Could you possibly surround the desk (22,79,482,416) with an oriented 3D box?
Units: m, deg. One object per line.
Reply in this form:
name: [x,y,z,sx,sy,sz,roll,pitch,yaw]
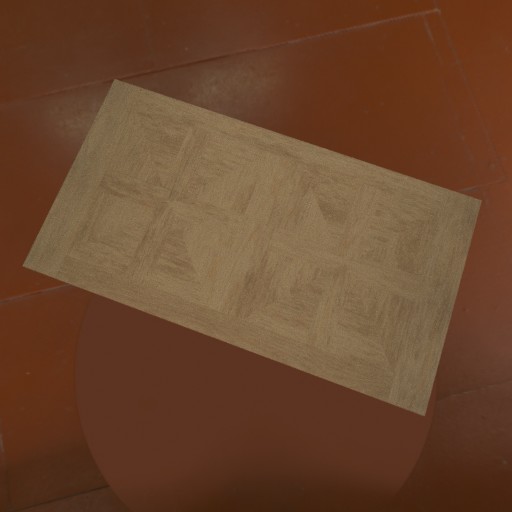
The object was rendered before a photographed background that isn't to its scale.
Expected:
desk: [0.000,0.000,1.998,1.499,0.762,0.813,20,78,4]
